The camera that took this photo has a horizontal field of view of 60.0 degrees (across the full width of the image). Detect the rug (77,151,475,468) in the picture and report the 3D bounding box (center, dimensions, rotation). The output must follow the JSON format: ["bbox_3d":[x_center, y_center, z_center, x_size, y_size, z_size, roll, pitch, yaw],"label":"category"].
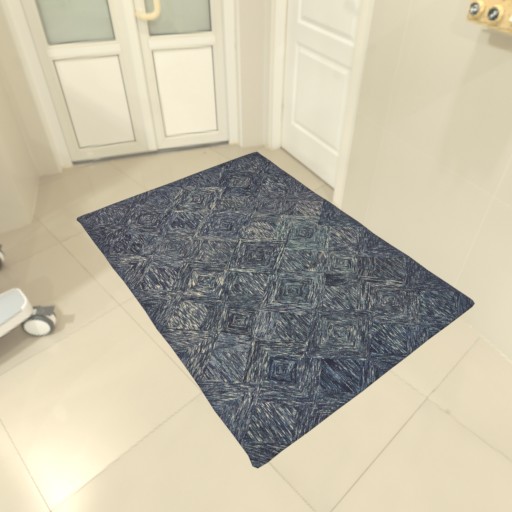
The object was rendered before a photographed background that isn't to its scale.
[{"bbox_3d":[0.000,0.000,4.271,2.385,0.024,3.245,-27,49,-26],"label":"rug"}]
